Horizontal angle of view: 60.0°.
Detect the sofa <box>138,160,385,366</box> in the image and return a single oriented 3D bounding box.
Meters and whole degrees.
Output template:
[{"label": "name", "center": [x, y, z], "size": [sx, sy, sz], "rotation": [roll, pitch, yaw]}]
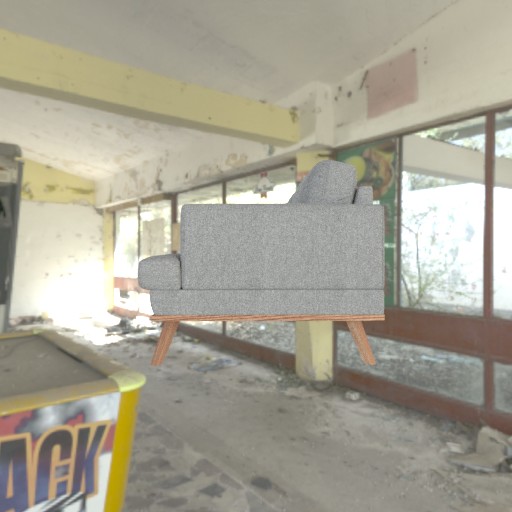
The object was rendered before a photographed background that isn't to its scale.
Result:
[{"label": "sofa", "center": [0.000, 0.000, 2.765], "size": [0.920, 0.810, 2.310], "rotation": [0, 0, -1]}]
